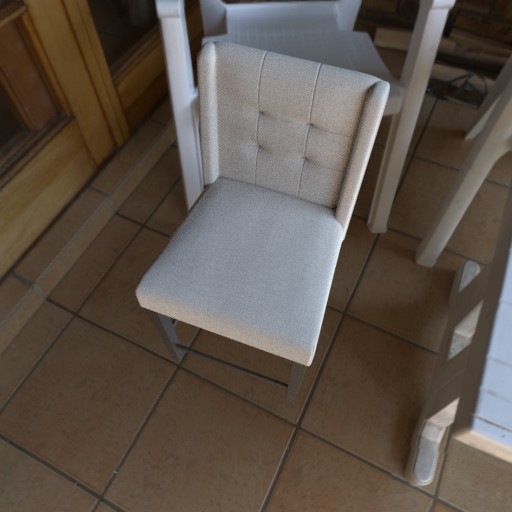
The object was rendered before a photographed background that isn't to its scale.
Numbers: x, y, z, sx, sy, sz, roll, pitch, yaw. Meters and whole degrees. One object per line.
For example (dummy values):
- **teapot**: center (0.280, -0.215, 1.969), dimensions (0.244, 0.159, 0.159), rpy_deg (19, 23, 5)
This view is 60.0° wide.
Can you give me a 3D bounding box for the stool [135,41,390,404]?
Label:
- **stool**: center (0.000, 0.000, 1.259), dimensions (0.474, 0.939, 0.509), rpy_deg (18, 60, 10)
